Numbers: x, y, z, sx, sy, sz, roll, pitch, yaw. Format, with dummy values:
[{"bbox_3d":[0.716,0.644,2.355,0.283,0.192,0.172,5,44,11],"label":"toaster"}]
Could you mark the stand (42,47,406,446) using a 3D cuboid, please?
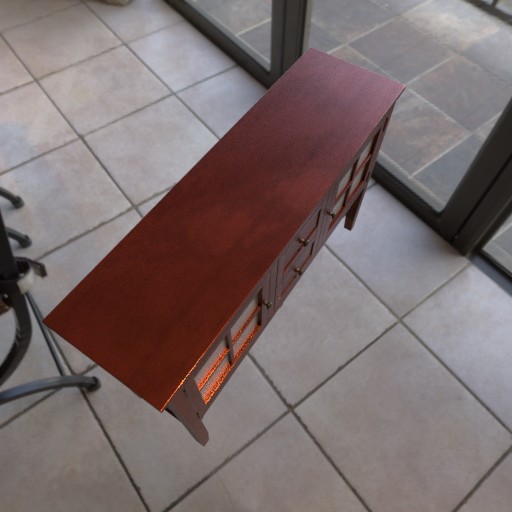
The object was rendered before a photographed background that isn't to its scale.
[{"bbox_3d":[0.000,0.000,1.739,0.410,0.872,1.362,30,64,16],"label":"stand"}]
